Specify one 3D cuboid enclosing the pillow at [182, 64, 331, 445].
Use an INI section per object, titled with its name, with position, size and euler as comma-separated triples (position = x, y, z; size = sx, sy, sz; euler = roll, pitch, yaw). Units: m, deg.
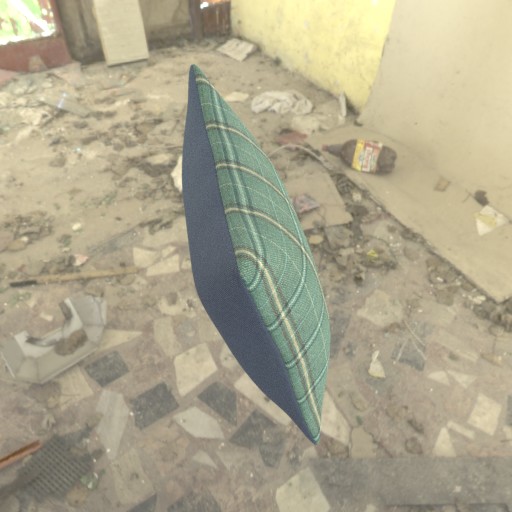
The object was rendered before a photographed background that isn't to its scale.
[pillow]
position = 0.000, 0.000, 0.695
size = 0.200, 0.430, 0.453
euler = -8, 45, -8
